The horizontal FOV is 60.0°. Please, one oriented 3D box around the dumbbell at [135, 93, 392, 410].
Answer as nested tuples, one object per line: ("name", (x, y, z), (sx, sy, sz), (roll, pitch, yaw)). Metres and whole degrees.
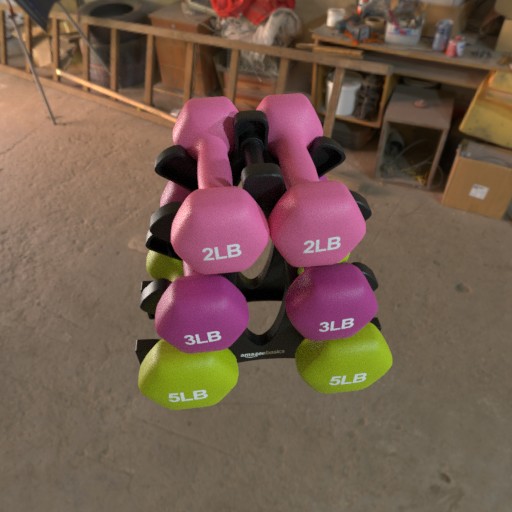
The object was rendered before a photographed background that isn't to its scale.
("dumbbell", (0.000, 0.000, 0.438), (0.257, 0.261, 0.203), (-5, 46, -5))
